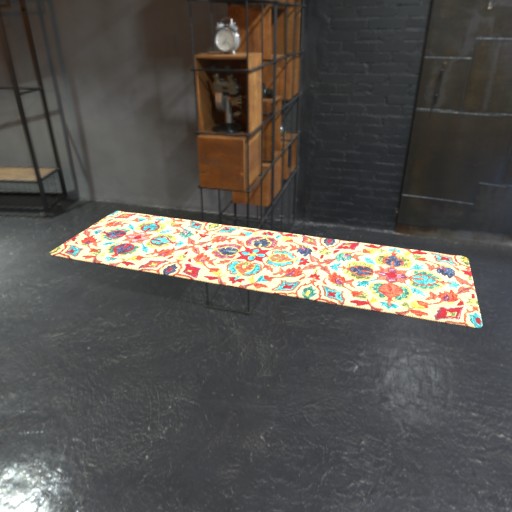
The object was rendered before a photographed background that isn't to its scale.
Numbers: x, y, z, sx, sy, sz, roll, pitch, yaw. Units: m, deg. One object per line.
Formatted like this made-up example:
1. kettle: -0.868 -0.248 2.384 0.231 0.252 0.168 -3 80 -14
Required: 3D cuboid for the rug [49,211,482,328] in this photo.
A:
1. rug: 0.000 0.000 2.501 2.273 0.016 0.693 8 29 16
